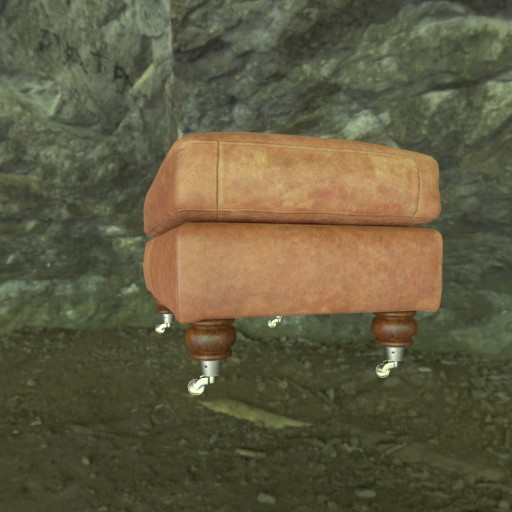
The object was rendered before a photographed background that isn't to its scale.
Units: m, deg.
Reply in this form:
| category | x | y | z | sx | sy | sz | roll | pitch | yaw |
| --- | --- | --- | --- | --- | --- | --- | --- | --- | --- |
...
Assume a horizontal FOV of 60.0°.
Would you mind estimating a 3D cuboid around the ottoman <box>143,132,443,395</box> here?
| category | x | y | z | sx | sy | sz | roll | pitch | yaw |
| --- | --- | --- | --- | --- | --- | --- | --- | --- | --- |
| ottoman | 0.000 | 0.000 | 1.196 | 0.565 | 0.507 | 0.852 | 0 | 0 | -18 |
